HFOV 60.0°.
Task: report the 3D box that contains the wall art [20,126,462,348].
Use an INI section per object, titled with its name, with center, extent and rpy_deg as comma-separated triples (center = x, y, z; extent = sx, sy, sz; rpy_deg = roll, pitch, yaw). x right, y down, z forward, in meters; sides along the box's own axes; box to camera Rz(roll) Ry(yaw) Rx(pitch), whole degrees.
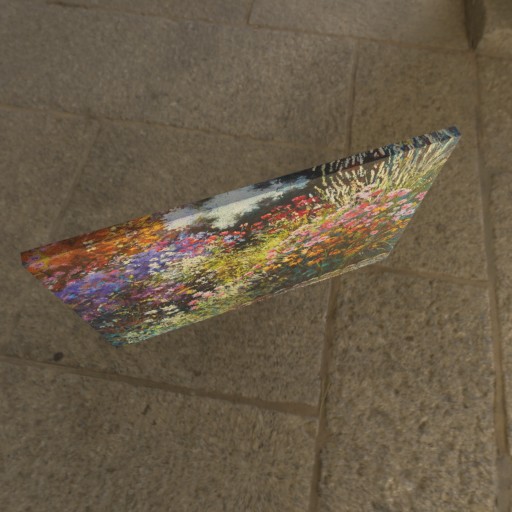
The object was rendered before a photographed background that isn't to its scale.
[wall art]
center = 0.000, 0.000, 1.435
extent = 1.136, 0.760, 0.042
rpy_deg = -18, 65, -8
